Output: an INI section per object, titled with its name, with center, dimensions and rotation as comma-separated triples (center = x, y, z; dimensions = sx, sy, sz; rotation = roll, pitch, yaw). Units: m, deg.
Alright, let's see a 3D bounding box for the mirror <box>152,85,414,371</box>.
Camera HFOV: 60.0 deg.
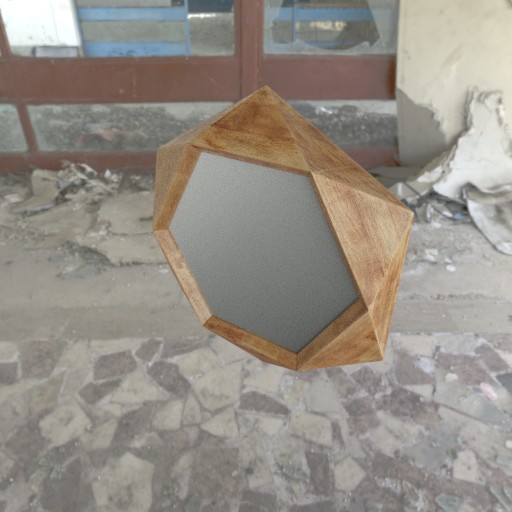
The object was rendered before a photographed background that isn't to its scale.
[mirror]
center = 0.000, 0.000, 1.080
dimensions = 0.675, 0.779, 0.091
rotation = 20, 37, 28
